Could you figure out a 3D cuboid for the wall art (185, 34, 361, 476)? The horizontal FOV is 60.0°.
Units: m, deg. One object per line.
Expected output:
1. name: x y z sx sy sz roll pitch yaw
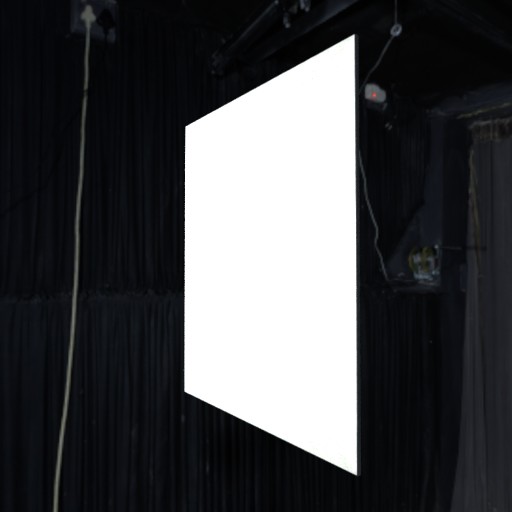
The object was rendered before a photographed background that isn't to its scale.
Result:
1. wall art: 0.000 0.000 0.617 0.023 0.457 0.381 1 -2 -36
